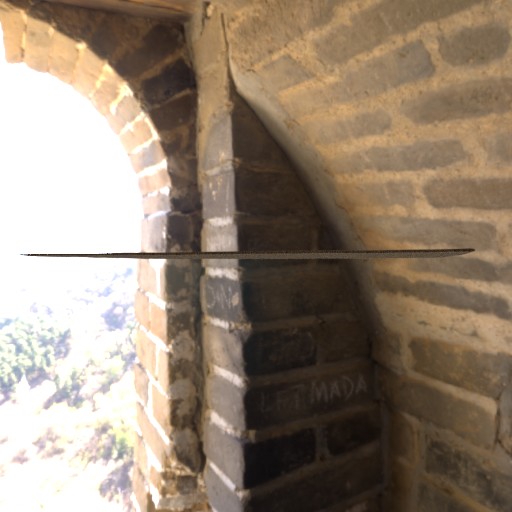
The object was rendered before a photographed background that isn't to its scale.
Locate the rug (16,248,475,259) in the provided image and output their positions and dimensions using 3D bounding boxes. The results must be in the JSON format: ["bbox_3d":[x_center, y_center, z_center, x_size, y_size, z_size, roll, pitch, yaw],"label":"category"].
[{"bbox_3d":[0.000,0.000,2.248,1.822,0.018,1.211,0,-1,17],"label":"rug"}]
